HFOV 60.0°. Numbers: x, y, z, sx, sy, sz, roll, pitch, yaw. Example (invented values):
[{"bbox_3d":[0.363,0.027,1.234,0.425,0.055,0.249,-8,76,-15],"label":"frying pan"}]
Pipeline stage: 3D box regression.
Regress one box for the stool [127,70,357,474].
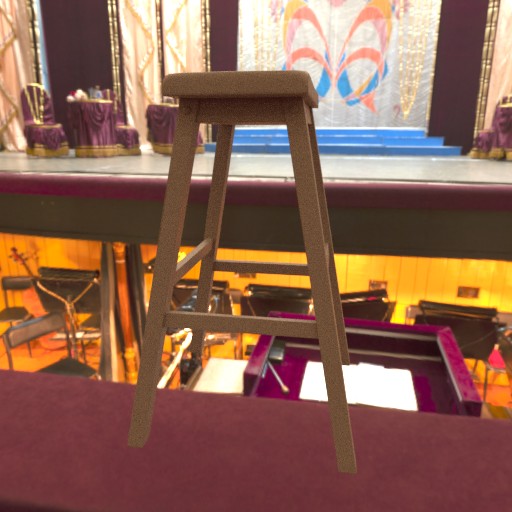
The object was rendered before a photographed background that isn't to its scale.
[{"bbox_3d":[0.000,0.000,1.020,0.476,0.737,0.457,3,16,9],"label":"stool"}]
